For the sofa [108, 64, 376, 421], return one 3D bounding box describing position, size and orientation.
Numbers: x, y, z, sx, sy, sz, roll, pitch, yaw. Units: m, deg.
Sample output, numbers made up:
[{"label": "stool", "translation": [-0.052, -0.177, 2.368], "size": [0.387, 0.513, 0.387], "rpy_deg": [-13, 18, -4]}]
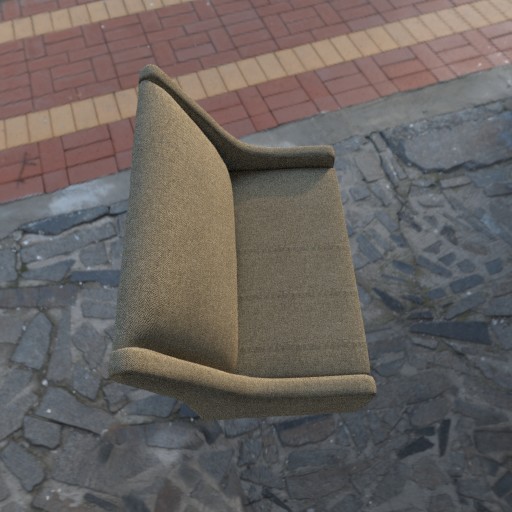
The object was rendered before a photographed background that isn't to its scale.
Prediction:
[{"label": "sofa", "translation": [0.000, 0.000, 1.899], "size": [0.870, 1.021, 1.242], "rpy_deg": [-3, 62, -1]}]
